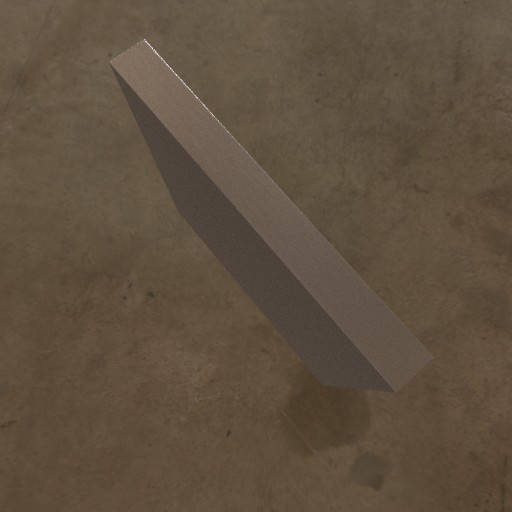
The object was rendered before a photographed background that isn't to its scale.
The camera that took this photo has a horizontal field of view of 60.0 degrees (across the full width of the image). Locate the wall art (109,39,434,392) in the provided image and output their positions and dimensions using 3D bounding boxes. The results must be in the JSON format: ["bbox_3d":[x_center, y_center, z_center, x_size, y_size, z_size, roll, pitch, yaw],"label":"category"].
[{"bbox_3d":[0.000,0.000,0.514,0.038,0.350,0.350,-39,78,-10],"label":"wall art"}]
